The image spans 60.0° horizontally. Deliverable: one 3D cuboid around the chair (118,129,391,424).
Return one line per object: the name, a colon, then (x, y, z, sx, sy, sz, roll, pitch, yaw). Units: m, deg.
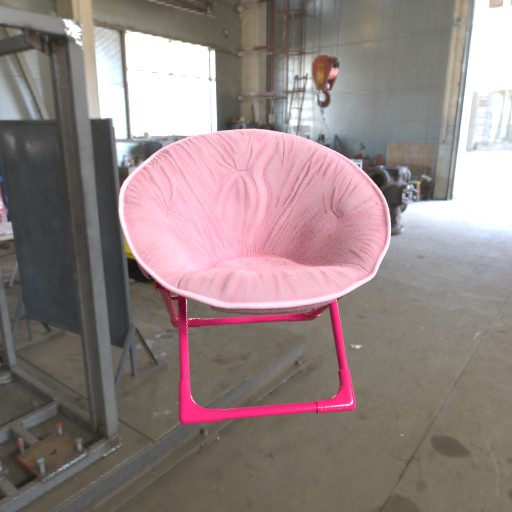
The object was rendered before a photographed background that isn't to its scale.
chair: (0.000, 0.000, 0.895, 0.522, 0.494, 0.459, -2, 16, -7)
